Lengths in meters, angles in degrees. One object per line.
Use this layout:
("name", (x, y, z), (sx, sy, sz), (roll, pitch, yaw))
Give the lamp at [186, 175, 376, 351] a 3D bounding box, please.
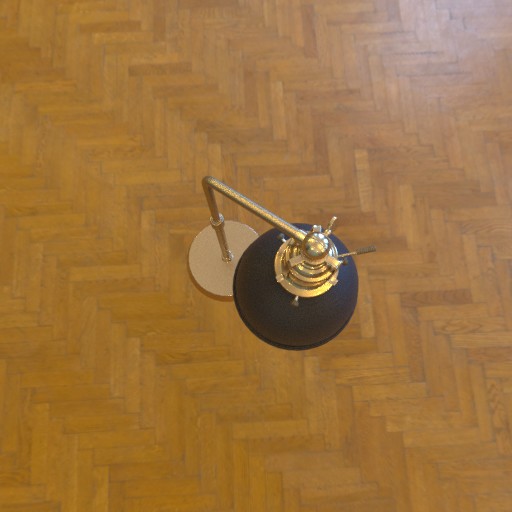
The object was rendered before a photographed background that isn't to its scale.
("lamp", (0.000, 0.000, 0.586), (0.291, 0.456, 0.160), (40, 80, 9))
